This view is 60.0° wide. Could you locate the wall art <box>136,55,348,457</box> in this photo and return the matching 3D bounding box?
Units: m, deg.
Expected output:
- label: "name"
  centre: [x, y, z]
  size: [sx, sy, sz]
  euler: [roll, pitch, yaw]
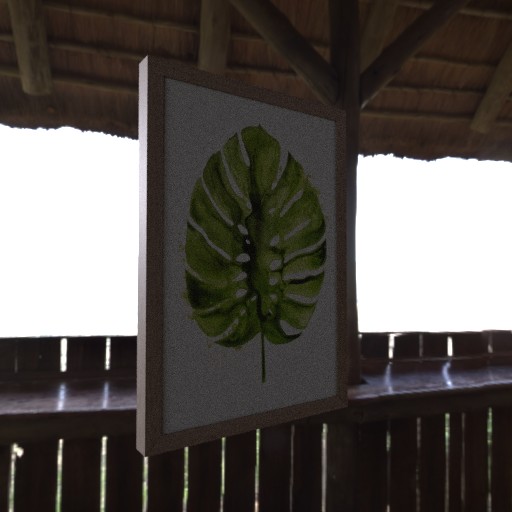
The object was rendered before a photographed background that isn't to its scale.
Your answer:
- label: "wall art"
  centre: [0.000, 0.000, 0.675]
  size: [0.358, 0.510, 0.032]
  euler: [1, -2, -34]
